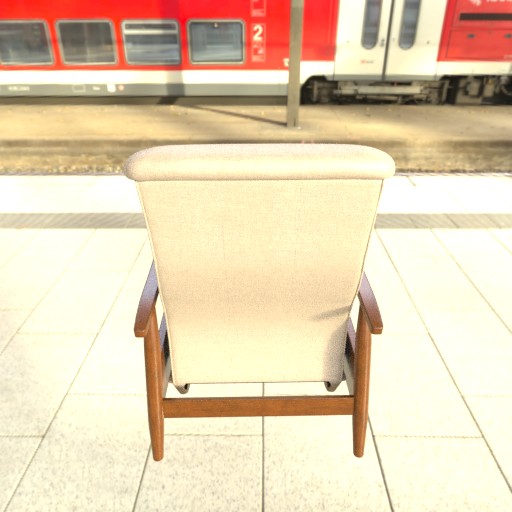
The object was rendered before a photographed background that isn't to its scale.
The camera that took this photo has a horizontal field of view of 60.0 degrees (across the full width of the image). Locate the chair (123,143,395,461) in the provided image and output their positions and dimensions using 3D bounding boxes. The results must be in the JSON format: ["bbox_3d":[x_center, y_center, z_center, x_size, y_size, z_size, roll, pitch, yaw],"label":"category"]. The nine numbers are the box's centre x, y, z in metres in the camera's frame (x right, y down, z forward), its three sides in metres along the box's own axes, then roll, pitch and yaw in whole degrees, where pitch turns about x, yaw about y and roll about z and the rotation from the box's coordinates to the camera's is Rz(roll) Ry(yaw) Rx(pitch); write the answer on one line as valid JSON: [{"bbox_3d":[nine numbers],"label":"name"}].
[{"bbox_3d":[0.000,0.000,1.697,0.762,1.082,1.030,-1,29,-1],"label":"chair"}]
